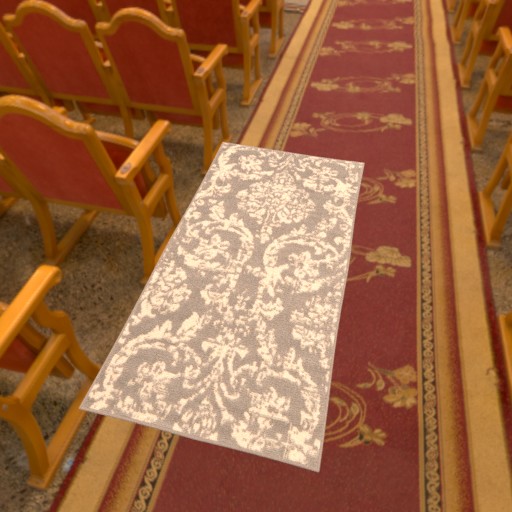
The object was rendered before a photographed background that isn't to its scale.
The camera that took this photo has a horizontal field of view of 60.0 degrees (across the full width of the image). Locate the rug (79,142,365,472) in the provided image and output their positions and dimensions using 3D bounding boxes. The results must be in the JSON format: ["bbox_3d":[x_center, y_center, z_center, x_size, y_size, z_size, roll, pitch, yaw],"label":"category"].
[{"bbox_3d":[0.000,0.000,1.452,0.604,0.007,1.219,11,48,10],"label":"rug"}]
